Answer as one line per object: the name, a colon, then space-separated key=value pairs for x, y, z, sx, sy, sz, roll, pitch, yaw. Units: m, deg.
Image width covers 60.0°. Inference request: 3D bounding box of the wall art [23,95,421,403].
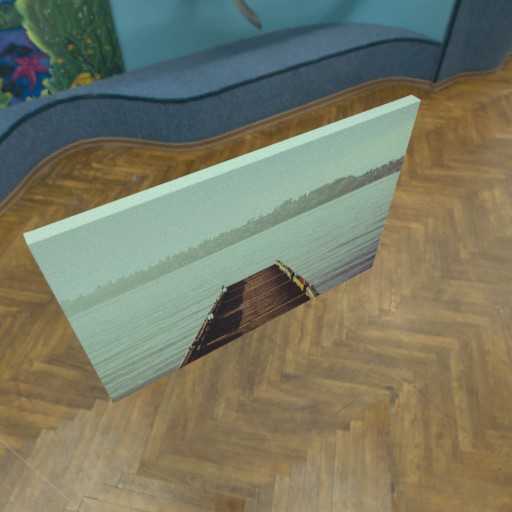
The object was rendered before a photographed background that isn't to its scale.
wall art: x=0.000 y=0.000 z=1.421 sx=1.149 sy=0.765 sz=0.040 roll=-25 pitch=52 yaw=-21
